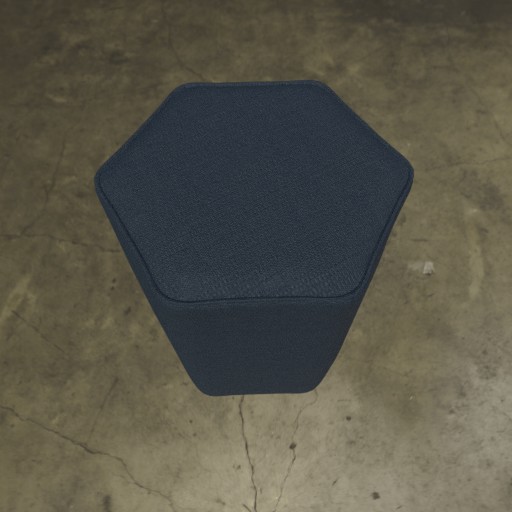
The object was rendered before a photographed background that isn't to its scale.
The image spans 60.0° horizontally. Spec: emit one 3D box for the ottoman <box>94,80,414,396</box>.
[{"bbox_3d":[0.000,0.000,0.878,0.492,0.505,0.454,2,59,1],"label":"ottoman"}]
